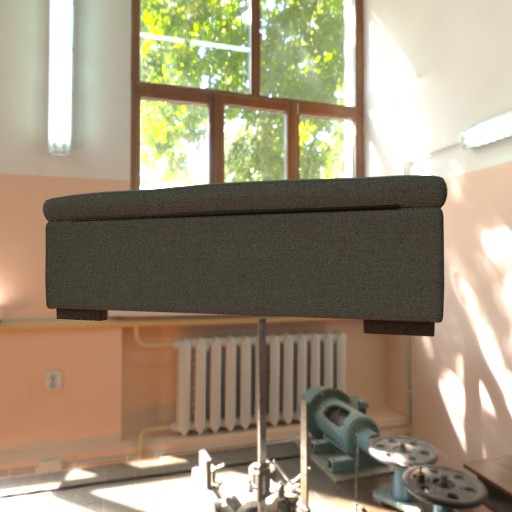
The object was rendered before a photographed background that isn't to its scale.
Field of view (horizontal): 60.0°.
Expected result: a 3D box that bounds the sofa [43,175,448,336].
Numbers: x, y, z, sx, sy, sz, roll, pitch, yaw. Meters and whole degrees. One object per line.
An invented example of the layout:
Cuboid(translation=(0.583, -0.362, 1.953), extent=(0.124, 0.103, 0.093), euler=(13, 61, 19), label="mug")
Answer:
Cuboid(translation=(0.000, 0.000, 1.657), extent=(1.250, 0.434, 0.817), euler=(0, -1, 18), label="sofa")
